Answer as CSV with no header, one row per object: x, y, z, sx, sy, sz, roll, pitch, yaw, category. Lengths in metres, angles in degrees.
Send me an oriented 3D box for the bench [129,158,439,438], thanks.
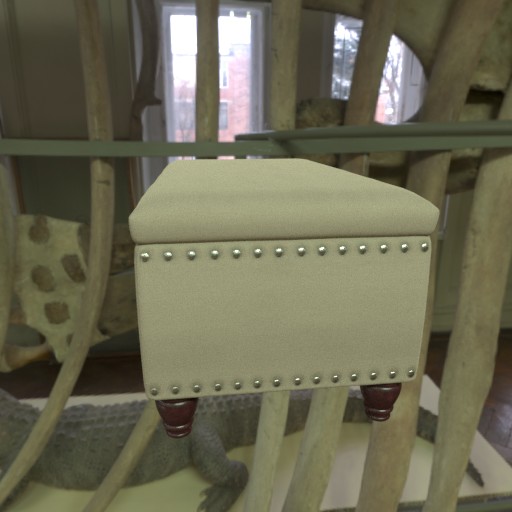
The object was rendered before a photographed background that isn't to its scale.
0.000,0.000,1.167,0.500,0.449,0.887,-2,16,-7,bench
